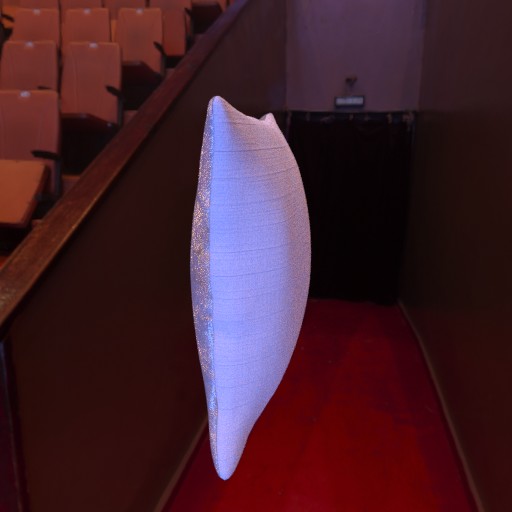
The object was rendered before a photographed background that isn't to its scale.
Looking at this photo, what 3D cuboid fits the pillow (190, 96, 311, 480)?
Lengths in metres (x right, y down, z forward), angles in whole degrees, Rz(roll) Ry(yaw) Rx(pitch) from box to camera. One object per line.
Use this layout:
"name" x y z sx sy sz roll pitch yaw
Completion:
"pillow" 0.000 0.000 0.720 0.175 0.464 0.470 3 15 10
